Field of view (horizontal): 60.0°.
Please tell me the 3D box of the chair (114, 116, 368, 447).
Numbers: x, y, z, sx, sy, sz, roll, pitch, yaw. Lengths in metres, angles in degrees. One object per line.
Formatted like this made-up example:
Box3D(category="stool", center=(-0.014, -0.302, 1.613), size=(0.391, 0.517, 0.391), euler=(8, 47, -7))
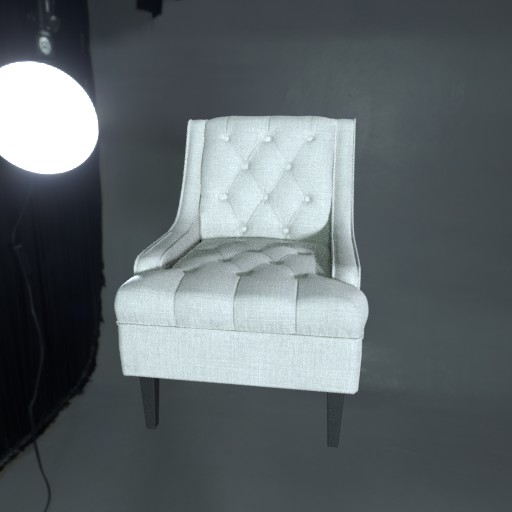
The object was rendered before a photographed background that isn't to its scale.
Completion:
Box3D(category="chair", center=(0.000, 0.000, 1.433), size=(0.658, 0.891, 0.772), euler=(2, 15, 8))
